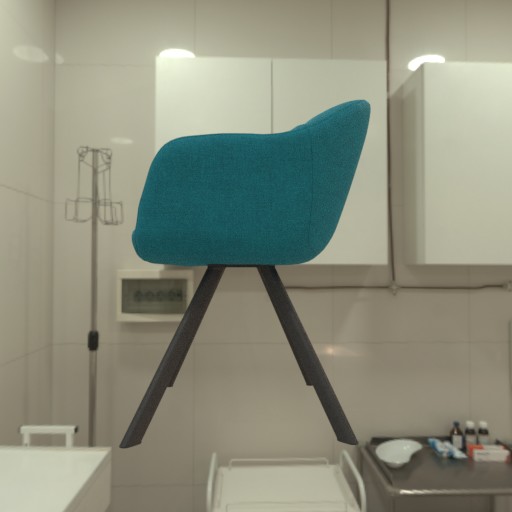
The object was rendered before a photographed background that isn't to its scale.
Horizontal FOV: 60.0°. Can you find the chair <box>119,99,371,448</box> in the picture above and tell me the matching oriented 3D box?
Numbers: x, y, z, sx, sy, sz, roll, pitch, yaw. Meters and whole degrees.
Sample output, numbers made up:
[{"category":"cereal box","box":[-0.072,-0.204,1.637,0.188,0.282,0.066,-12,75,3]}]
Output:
[{"category":"chair","box":[0.000,0.000,1.142,0.565,0.775,0.545,0,-1,-2]}]
